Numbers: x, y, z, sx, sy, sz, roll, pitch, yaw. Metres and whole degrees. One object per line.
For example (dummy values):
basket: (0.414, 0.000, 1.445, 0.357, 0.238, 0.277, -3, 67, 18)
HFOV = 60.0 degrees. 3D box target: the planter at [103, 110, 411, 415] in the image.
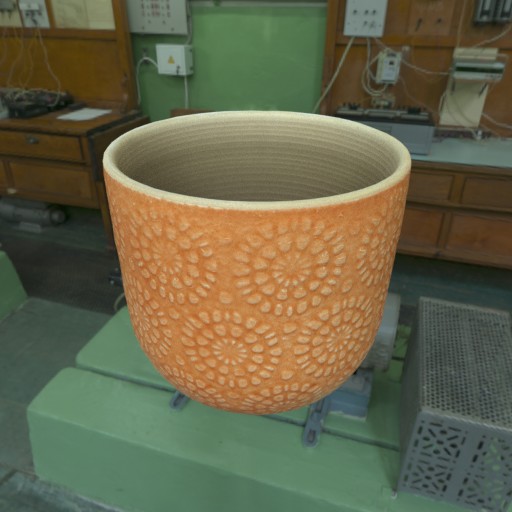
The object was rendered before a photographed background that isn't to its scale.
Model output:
planter: (0.000, 0.000, 0.282, 0.170, 0.152, 0.170, 0, 31, 0)
